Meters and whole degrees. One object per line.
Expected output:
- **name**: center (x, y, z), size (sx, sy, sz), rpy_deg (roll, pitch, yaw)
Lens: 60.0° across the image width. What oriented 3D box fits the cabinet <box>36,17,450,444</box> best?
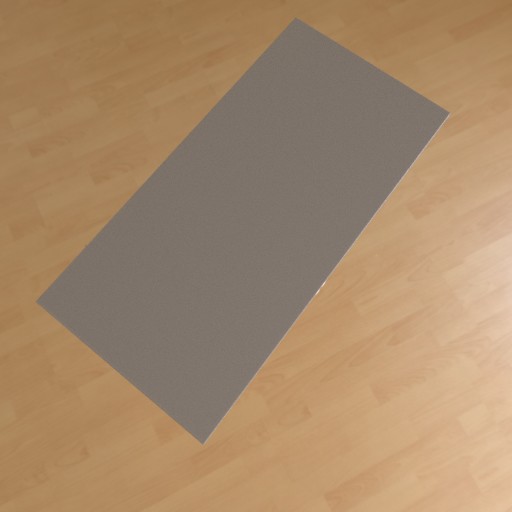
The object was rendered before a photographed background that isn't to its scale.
- **cabinet**: center (0.000, 0.000, 1.234), size (0.396, 0.780, 0.801), rpy_deg (37, 77, 10)
